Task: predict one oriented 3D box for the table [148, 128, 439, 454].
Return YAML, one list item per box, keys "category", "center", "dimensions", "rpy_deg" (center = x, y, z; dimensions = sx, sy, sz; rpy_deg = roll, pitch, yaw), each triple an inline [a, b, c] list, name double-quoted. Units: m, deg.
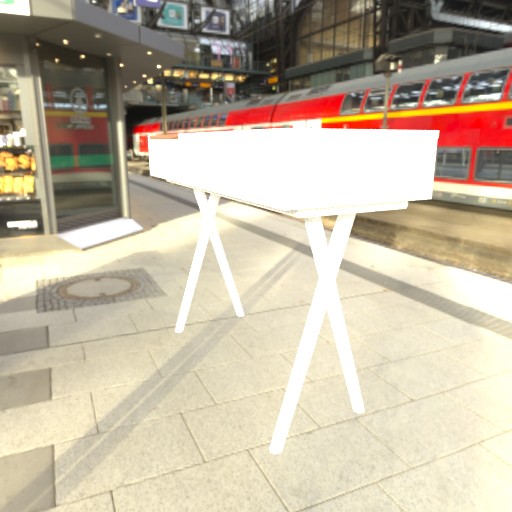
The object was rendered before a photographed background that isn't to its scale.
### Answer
- category: "table"
  center: [0.000, 0.000, 1.470]
  dimensions: [0.418, 0.785, 1.066]
  rpy_deg: [-7, 16, -26]
